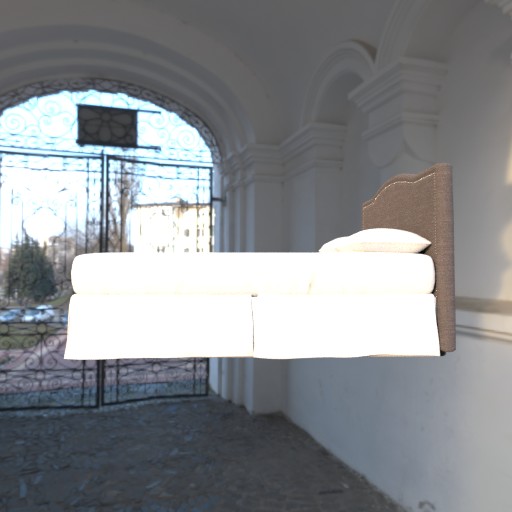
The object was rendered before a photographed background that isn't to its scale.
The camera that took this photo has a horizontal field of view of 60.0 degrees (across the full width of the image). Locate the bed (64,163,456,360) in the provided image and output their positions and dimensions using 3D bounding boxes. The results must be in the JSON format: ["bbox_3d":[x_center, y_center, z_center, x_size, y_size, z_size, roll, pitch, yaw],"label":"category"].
[{"bbox_3d":[0.000,0.000,4.049,2.689,1.457,2.161,0,-1,-1],"label":"bed"}]
